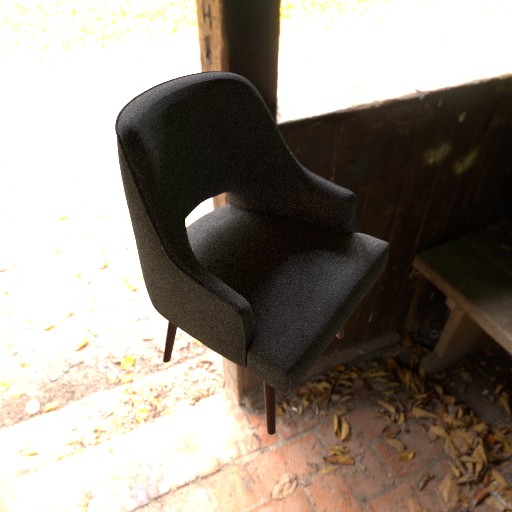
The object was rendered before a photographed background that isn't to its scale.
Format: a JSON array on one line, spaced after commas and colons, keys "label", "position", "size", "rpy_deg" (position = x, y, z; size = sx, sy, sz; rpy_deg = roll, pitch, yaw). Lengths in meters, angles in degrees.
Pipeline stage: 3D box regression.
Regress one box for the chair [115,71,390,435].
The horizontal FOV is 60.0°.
[{"label": "chair", "position": [0.000, 0.000, 1.298], "size": [0.629, 0.875, 0.608], "rpy_deg": [25, 47, 26]}]
